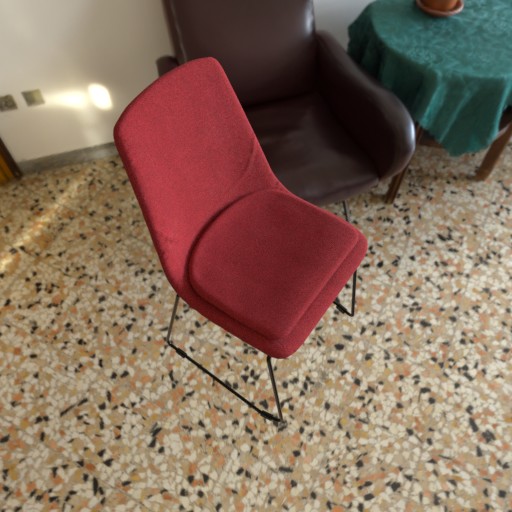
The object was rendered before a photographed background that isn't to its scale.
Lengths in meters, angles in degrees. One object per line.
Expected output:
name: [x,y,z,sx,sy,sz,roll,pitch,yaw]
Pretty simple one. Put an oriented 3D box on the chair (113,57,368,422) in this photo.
chair: [0.000,0.000,1.180,0.518,0.858,0.479,31,62,19]
